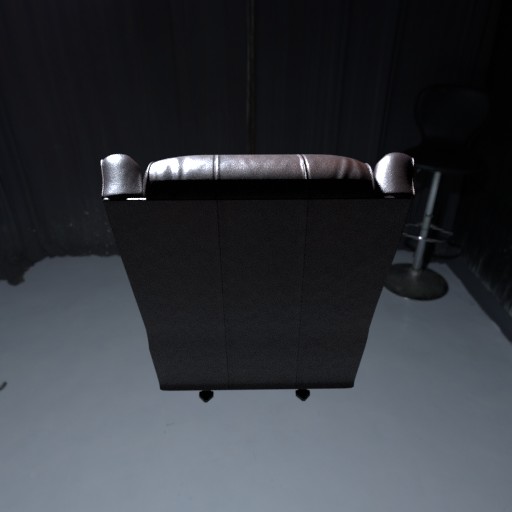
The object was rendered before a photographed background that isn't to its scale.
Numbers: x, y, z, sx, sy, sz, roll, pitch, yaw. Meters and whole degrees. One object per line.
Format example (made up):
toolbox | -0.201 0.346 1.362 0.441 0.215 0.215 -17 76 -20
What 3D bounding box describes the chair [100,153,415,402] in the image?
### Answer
chair | 0.000 0.000 1.805 0.869 1.084 1.008 -1 31 -1
